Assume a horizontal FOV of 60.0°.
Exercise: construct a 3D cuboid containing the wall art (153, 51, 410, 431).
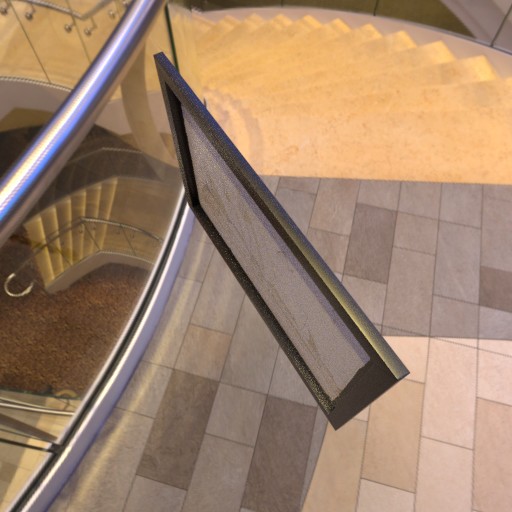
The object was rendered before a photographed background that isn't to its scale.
[{"bbox_3d":[0.000,0.000,0.565,0.013,0.306,0.440,-28,65,-14],"label":"wall art"}]
